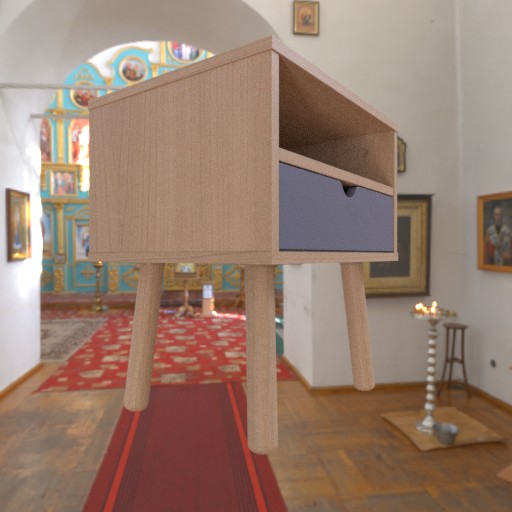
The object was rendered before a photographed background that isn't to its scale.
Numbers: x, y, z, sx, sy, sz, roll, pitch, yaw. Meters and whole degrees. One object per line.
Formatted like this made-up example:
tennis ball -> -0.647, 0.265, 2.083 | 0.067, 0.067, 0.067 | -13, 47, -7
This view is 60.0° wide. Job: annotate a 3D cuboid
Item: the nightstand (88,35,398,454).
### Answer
nightstand -> 0.000, 0.000, 0.825 | 0.380, 0.530, 0.450 | 0, 0, 36
